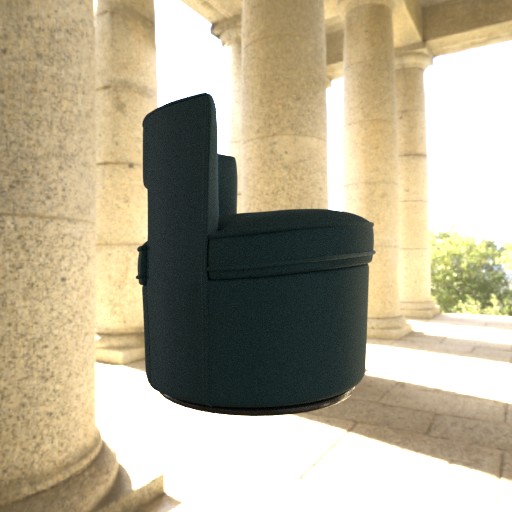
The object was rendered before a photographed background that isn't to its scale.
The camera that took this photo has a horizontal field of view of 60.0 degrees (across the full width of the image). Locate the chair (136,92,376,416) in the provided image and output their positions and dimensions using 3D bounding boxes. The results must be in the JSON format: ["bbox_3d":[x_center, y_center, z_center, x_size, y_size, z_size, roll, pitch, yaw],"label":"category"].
[{"bbox_3d":[0.000,0.000,1.263,0.660,0.711,0.684,0,0,2],"label":"chair"}]
